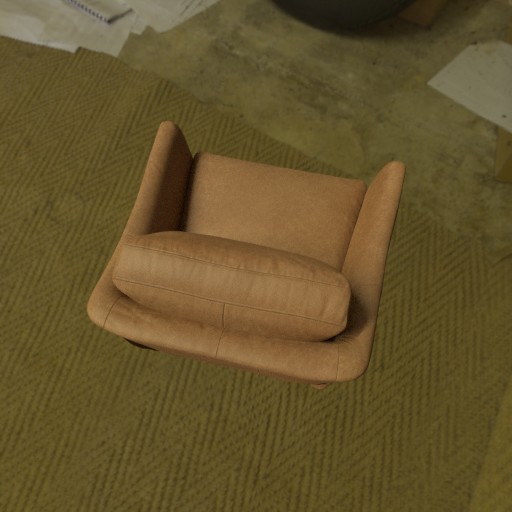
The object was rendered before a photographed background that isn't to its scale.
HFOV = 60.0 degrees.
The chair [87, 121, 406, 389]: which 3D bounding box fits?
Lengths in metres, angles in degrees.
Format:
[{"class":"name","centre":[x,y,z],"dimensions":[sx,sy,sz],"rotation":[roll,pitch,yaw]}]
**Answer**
[{"class":"chair","centre":[0.000,0.000,1.683],"dimensions":[0.988,0.895,0.963],"rotation":[11,64,6]}]
